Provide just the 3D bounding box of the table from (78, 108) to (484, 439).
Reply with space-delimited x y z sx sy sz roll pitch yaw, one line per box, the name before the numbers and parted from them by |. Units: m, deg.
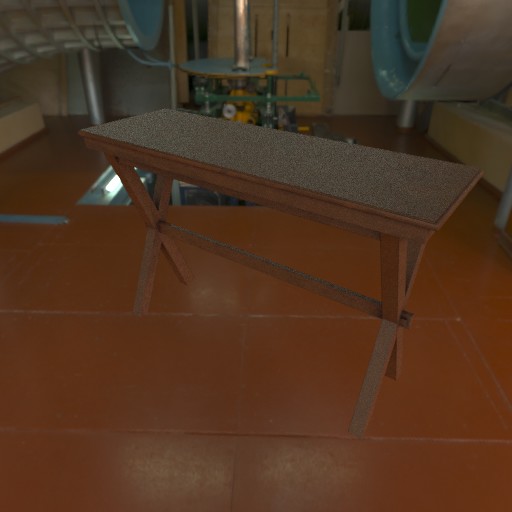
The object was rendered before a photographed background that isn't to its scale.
table | 0.000 0.000 1.524 1.197 0.763 0.399 20 36 30
